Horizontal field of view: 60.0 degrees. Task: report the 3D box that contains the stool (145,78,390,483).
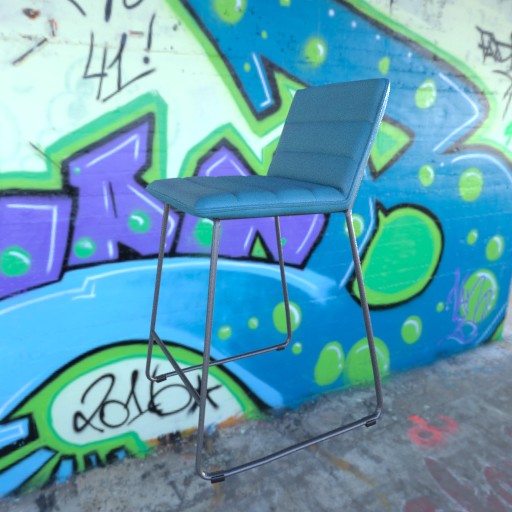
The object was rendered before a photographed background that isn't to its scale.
[{"bbox_3d":[0.000,0.000,1.160,0.524,0.866,0.489,-8,18,-26],"label":"stool"}]
